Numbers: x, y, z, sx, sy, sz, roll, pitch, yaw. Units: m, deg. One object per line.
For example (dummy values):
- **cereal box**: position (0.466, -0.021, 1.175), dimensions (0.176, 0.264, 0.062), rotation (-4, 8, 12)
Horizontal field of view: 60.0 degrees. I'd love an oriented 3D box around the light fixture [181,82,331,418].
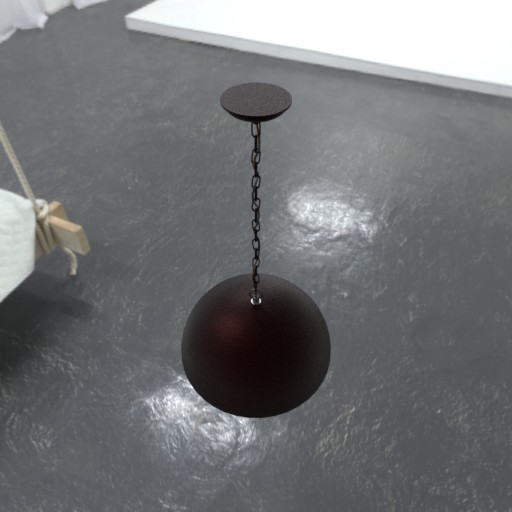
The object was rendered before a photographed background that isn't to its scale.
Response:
- **light fixture**: position (0.000, 0.000, 1.165), dimensions (0.492, 0.869, 0.492), rotation (4, 46, 4)
